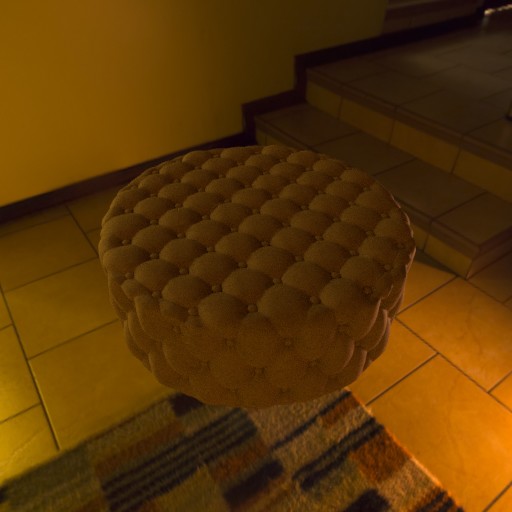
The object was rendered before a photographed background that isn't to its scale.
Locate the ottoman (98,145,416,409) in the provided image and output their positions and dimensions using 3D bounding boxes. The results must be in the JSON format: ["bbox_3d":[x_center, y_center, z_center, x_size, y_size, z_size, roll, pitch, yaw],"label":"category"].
[{"bbox_3d":[0.000,0.000,1.523,0.998,0.399,0.998,0,41,0],"label":"ottoman"}]
